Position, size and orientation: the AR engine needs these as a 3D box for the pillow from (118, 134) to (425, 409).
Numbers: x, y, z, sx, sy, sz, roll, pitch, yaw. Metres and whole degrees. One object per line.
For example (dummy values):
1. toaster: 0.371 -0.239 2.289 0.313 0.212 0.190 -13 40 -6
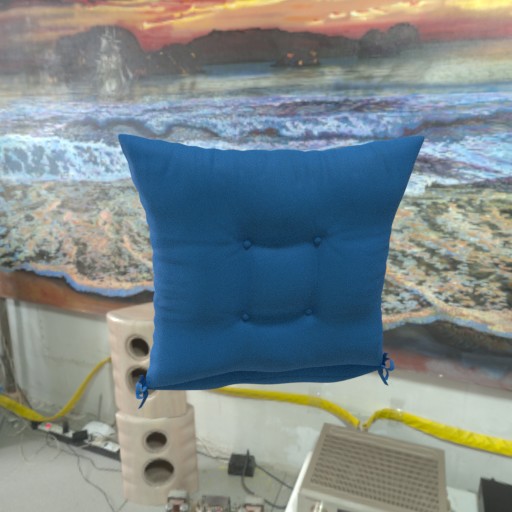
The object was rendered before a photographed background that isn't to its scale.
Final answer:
1. pillow: 0.000 0.000 1.010 0.541 0.536 0.585 -3 16 -9
